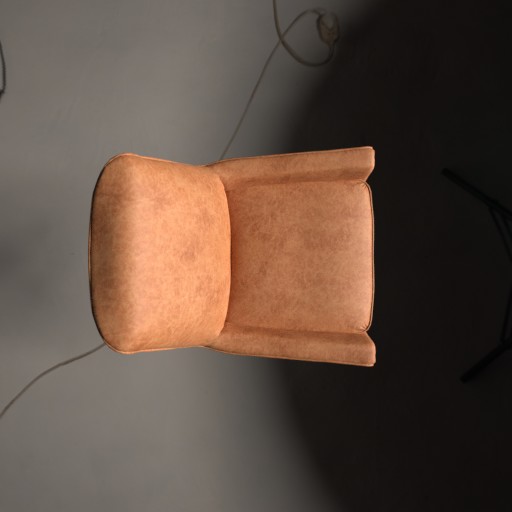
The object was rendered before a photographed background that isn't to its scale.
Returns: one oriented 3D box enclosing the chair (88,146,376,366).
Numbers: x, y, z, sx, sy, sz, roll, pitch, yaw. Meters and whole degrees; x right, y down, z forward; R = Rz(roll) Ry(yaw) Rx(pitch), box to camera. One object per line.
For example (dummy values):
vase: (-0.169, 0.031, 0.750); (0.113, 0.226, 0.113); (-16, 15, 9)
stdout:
chair: (0.000, 0.000, 1.528); (0.851, 0.883, 0.753); (0, 89, -1)
